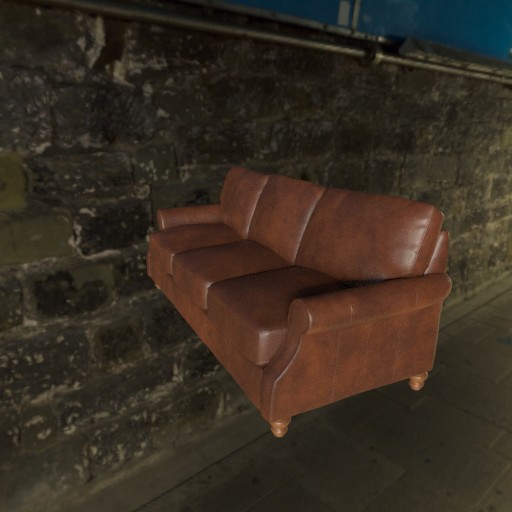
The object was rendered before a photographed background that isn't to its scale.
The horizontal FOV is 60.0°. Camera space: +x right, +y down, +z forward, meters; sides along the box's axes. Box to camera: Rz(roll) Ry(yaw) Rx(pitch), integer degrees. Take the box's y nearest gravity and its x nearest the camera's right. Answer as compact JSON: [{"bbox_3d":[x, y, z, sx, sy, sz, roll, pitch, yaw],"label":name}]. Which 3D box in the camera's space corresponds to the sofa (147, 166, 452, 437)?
[{"bbox_3d":[0.000,0.000,2.855,0.973,0.977,2.351,-8,18,-25],"label":"sofa"}]
